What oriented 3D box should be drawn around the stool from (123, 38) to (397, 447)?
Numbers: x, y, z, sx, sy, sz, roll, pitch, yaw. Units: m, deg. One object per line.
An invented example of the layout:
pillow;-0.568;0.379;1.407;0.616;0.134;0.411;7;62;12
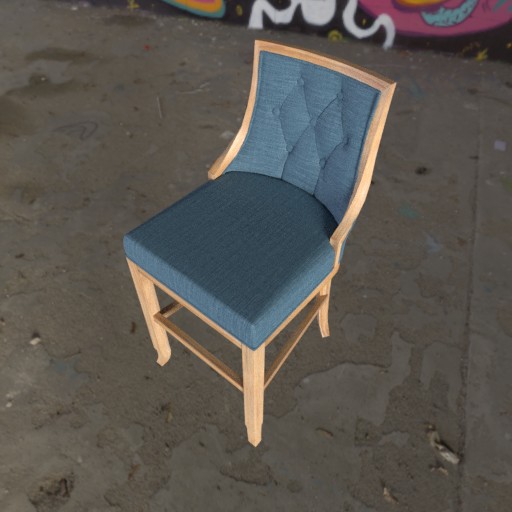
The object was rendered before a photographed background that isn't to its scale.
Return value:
stool;0.000;0.000;1.442;0.524;1.101;0.626;32;54;26
